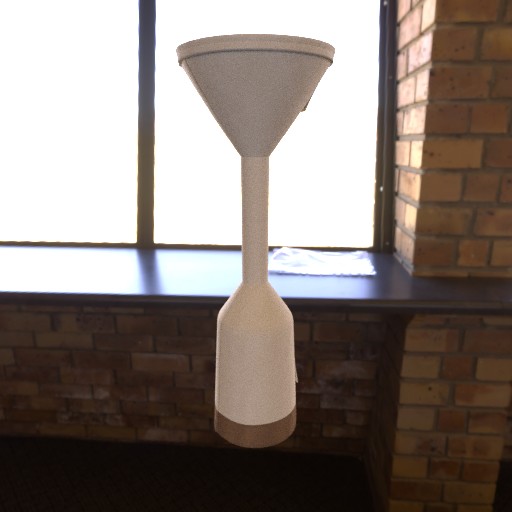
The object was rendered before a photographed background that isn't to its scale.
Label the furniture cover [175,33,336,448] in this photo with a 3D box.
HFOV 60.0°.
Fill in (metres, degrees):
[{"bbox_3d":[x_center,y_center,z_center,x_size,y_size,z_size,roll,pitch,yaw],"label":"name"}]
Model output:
[{"bbox_3d":[0.000,0.000,2.830,0.914,2.413,0.914,-7,16,-26],"label":"furniture cover"}]
